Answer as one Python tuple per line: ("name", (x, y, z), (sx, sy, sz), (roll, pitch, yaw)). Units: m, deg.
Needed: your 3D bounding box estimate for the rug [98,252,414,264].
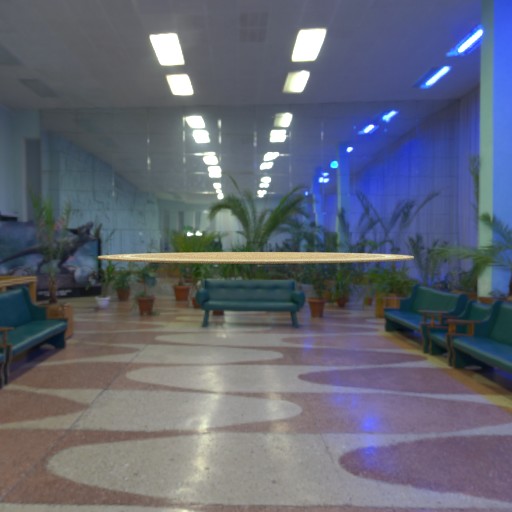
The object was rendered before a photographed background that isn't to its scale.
("rug", (0.000, 0.000, 3.632), (2.444, 0.015, 2.444), (0, 2, 0))
